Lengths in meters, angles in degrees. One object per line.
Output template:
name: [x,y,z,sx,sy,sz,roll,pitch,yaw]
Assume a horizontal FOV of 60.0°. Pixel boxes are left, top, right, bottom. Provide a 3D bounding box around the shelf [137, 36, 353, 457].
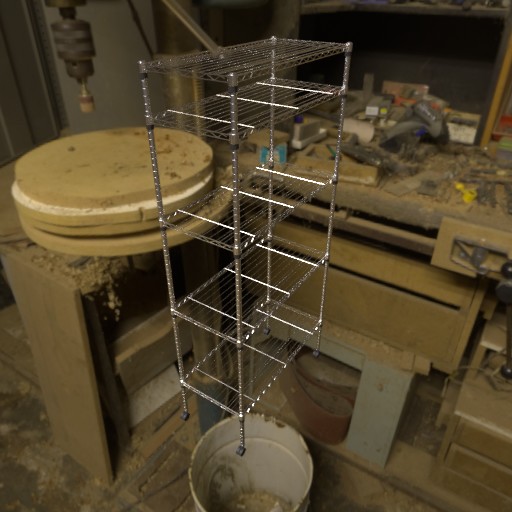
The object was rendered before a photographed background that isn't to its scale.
shelf: [0.000,0.000,1.873,0.356,1.587,0.762,20,38,28]
